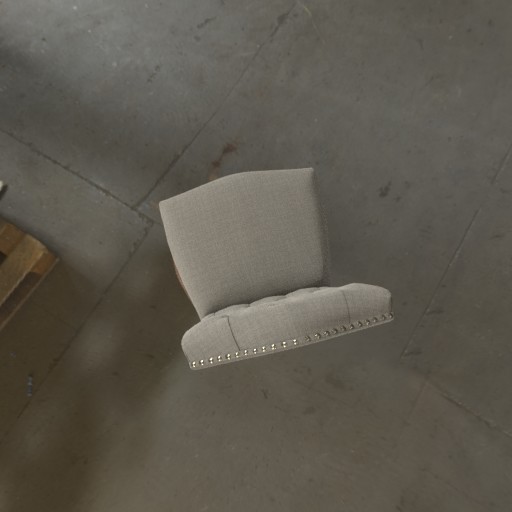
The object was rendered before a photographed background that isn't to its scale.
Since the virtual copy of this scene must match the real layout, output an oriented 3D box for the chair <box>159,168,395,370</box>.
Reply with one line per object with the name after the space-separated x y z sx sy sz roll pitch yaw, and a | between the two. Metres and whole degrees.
0.000 0.000 1.583 0.637 1.191 0.731 -13 75 -4 | chair
